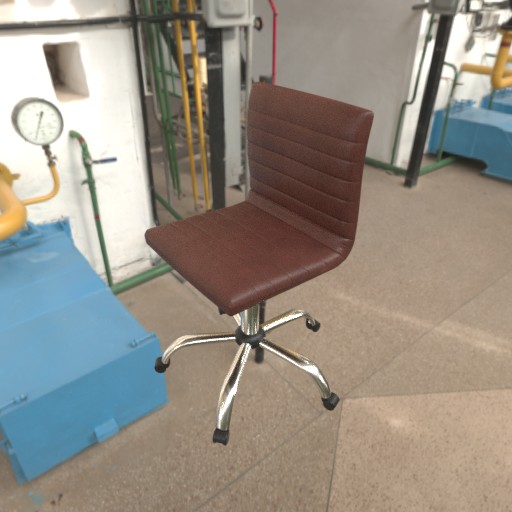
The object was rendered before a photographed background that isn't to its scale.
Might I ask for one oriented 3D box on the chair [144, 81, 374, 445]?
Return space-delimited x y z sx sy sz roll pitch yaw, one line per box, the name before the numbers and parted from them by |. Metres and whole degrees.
chair | 0.000 0.000 1.160 0.530 0.780 0.556 -23 39 -32
